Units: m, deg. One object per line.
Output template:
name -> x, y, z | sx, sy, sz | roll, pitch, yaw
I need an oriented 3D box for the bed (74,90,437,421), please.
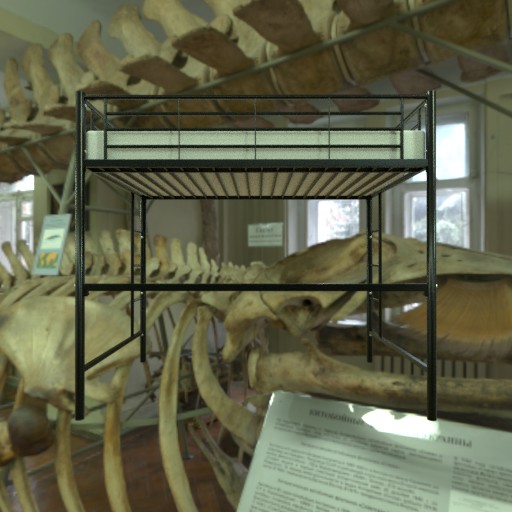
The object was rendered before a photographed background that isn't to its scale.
bed -> 0.000, 0.000, 3.113 | 1.994, 1.803, 1.397 | 0, 0, 0
